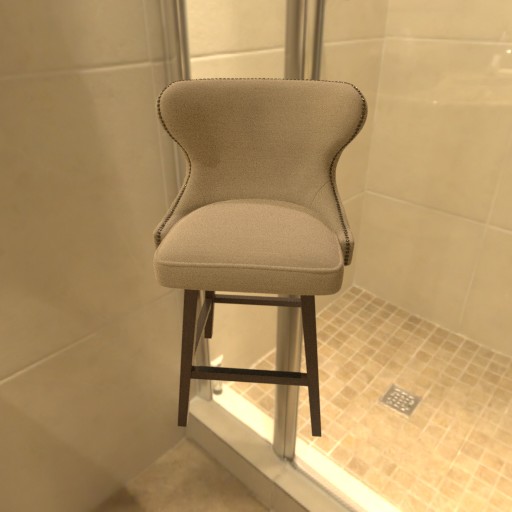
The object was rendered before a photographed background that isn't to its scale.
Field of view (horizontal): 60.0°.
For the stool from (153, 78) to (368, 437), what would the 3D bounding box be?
[{"bbox_3d":[0.000,0.000,1.382,0.615,0.972,0.597,3,30,4],"label":"stool"}]
